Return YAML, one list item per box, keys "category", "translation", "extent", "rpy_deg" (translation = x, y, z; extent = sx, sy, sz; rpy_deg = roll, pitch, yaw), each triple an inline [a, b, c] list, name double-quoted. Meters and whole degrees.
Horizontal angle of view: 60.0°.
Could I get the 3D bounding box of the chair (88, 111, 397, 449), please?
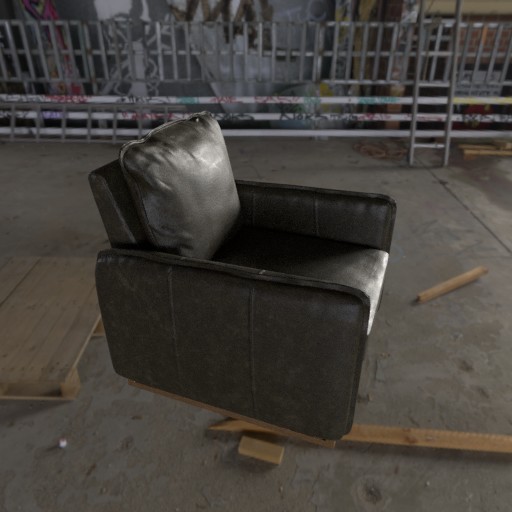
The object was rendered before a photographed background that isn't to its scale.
- category: "chair"
  translation: [0.000, 0.000, 1.642]
  extent: [0.921, 0.921, 0.830]
  rpy_deg: [11, 31, 18]
